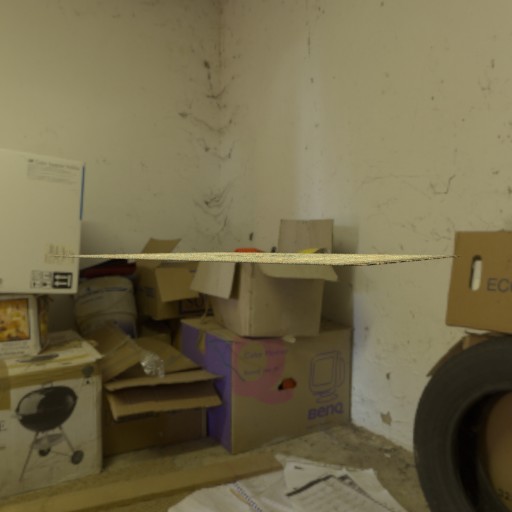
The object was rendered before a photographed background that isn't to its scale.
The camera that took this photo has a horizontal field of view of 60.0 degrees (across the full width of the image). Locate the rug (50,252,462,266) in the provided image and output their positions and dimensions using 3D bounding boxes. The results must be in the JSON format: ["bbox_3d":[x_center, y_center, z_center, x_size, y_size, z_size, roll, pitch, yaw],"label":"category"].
[{"bbox_3d":[0.000,0.000,3.515,2.651,0.010,1.971,1,2,36],"label":"rug"}]
